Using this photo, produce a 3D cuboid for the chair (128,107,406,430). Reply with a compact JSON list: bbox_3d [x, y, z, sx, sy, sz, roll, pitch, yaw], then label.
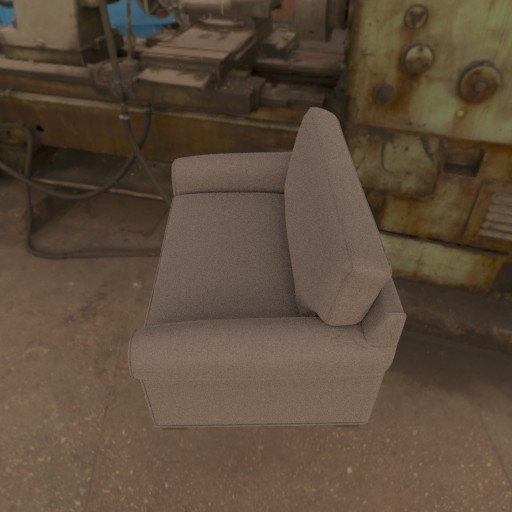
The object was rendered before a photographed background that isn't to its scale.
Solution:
[{"bbox_3d":[0.000,0.000,2.054,0.930,0.930,1.390,-1,41,-1],"label":"chair"}]
